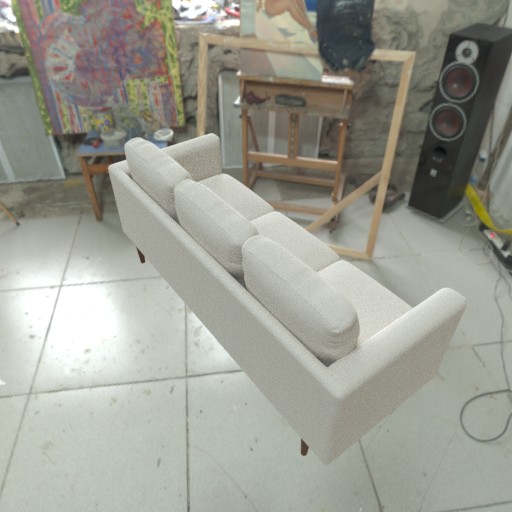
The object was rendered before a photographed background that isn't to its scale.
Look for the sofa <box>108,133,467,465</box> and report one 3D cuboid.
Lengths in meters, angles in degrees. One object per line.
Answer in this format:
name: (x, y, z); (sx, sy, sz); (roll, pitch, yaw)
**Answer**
sofa: (0.000, 0.000, 2.474); (0.802, 0.912, 2.029); (-26, 47, -27)
